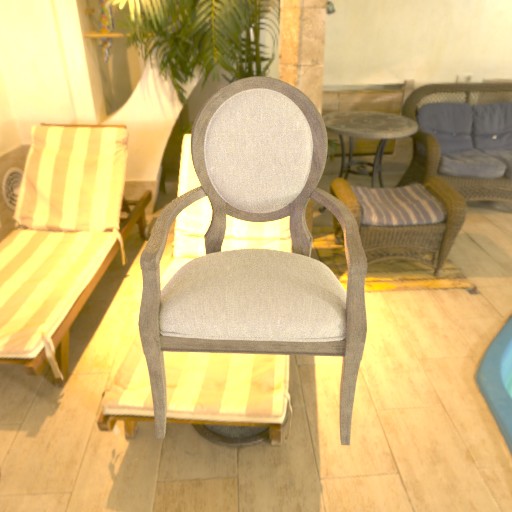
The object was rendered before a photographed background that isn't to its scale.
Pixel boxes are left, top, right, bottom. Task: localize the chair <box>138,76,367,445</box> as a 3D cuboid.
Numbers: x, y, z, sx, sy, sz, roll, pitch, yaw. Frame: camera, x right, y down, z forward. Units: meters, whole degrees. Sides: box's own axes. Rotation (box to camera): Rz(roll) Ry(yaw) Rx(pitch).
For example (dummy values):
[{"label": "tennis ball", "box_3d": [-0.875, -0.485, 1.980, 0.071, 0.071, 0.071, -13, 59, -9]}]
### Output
[{"label": "chair", "box_3d": [0.000, 0.000, 1.399, 0.611, 0.991, 0.602, 1, 30, 2]}]
